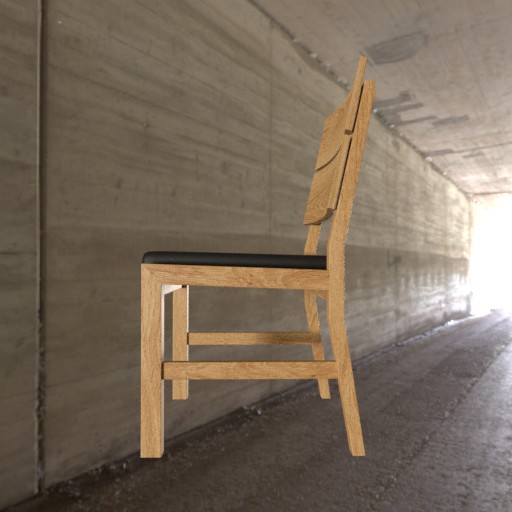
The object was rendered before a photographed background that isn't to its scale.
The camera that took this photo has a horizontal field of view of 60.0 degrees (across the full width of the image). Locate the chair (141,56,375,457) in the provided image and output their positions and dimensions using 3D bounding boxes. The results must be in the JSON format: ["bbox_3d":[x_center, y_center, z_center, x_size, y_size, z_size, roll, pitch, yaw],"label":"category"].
[{"bbox_3d":[0.000,0.000,1.285,0.569,0.950,0.475,0,-1,-1],"label":"chair"}]
